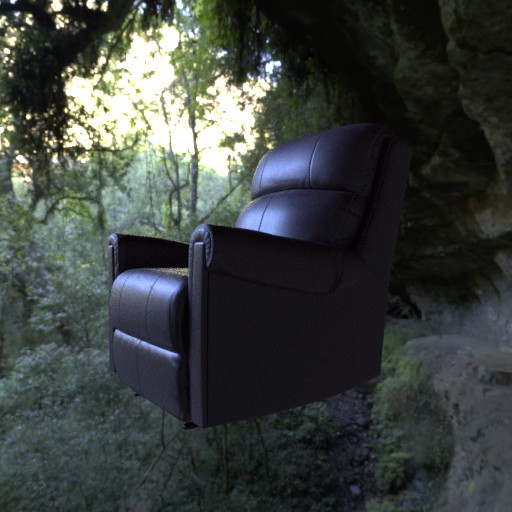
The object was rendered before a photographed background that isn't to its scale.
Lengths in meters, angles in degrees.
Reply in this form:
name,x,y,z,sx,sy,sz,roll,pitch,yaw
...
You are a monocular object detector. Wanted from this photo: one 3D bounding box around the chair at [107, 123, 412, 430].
name,x,y,z,sx,sy,sz,roll,pitch,yaw
chair,0.000,0.000,1.755,1.014,1.054,0.838,0,1,-37
